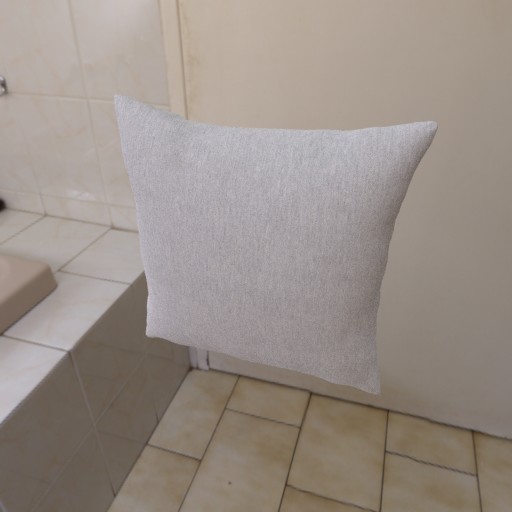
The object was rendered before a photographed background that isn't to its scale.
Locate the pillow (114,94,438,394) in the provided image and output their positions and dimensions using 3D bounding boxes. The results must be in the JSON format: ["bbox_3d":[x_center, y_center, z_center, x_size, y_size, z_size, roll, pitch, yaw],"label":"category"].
[{"bbox_3d":[0.000,0.000,0.671,0.433,0.436,0.173,11,33,17],"label":"pillow"}]
